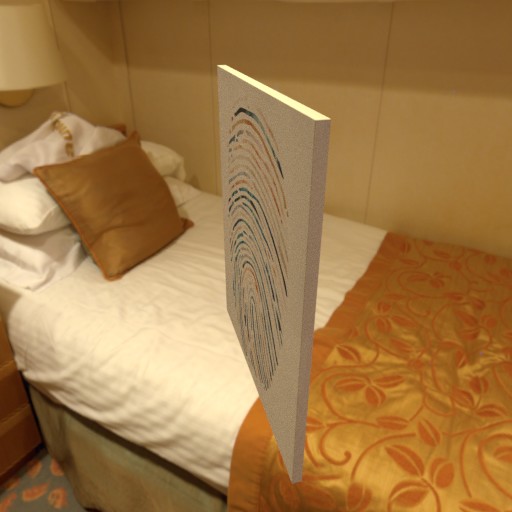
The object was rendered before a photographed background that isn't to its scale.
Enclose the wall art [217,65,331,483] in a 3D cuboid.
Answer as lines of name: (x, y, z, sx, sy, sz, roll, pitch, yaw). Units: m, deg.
wall art: (0.000, 0.000, 0.969, 0.021, 0.710, 0.609, -8, 30, -14)
